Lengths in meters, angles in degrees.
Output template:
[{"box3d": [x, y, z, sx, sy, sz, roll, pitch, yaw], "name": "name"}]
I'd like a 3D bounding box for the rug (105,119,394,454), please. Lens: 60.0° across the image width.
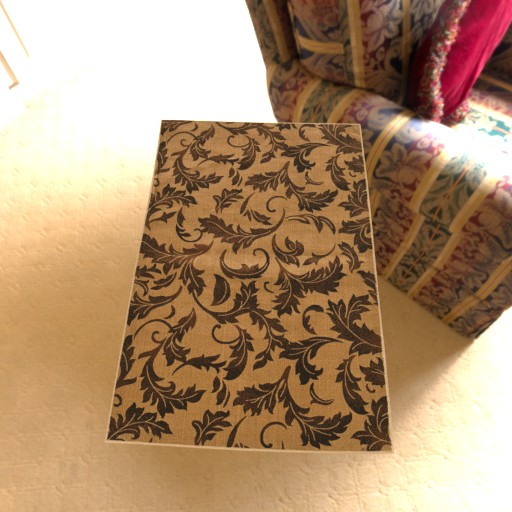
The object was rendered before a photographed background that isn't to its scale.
[{"box3d": [0.000, 0.000, 2.829, 1.522, 0.008, 2.284, 2, 63, 1], "name": "rug"}]
